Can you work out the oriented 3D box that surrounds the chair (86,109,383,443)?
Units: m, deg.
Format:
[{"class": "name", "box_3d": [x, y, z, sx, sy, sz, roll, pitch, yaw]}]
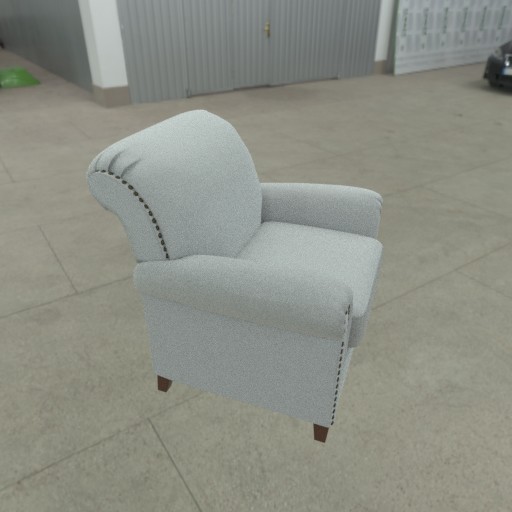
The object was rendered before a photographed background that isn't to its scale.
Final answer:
[{"class": "chair", "box_3d": [0.000, 0.000, 1.657, 0.890, 0.927, 0.854, 11, 32, 18]}]
